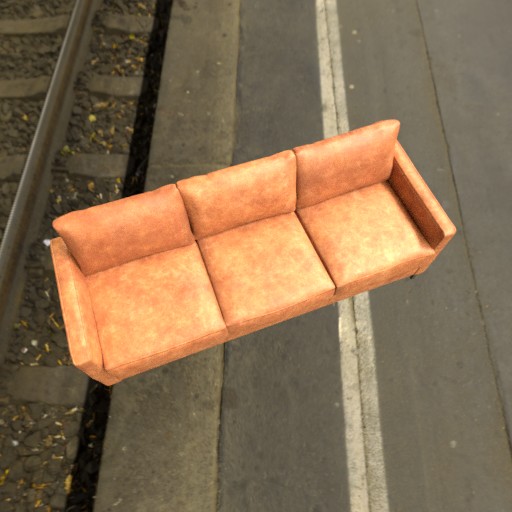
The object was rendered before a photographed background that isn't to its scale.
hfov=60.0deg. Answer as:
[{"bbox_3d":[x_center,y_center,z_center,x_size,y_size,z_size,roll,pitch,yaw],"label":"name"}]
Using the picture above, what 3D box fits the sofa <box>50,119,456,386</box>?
[{"bbox_3d":[0.000,0.000,2.446,2.029,0.863,0.748,-18,65,-9],"label":"sofa"}]
